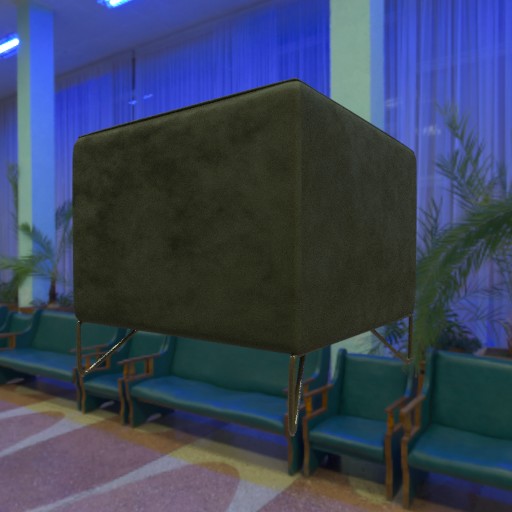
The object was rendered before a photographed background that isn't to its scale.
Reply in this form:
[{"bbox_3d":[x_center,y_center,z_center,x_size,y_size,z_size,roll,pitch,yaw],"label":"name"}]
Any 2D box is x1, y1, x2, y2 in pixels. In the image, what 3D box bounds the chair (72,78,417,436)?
[{"bbox_3d":[0.000,0.000,1.553,0.880,0.790,0.894,0,0,36],"label":"chair"}]
